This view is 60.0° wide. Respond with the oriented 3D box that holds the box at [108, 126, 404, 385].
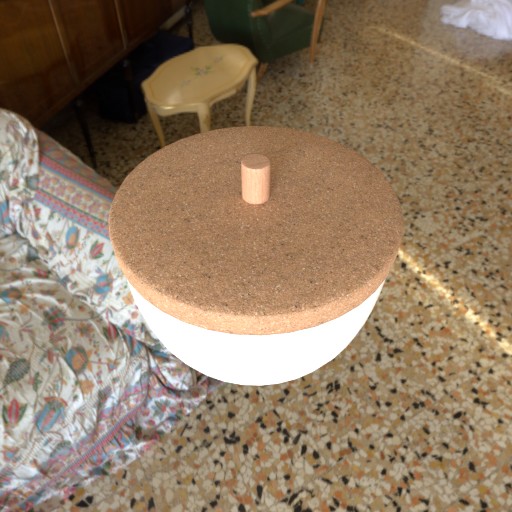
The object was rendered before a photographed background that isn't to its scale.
[{"bbox_3d":[0.000,0.000,0.186,0.107,0.094,0.107,0,46,0],"label":"box"}]
